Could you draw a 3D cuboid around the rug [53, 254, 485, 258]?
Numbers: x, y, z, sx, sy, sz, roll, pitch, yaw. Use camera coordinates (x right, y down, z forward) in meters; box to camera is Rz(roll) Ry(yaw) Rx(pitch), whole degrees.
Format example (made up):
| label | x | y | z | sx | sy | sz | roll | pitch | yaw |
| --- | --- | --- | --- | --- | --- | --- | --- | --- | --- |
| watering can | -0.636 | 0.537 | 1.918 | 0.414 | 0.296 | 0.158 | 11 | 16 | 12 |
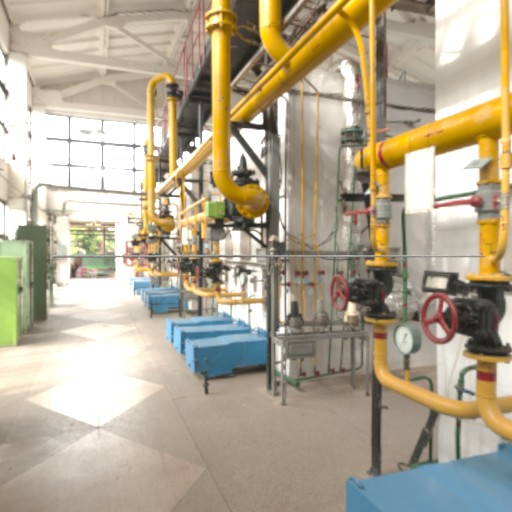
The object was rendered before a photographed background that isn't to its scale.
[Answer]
| label | x | y | z | sx | sy | sz | roll | pitch | yaw |
| --- | --- | --- | --- | --- | --- | --- | --- | --- | --- |
| rug | 0.000 | 0.000 | 2.335 | 1.835 | 0.012 | 1.231 | 0 | 0 | -19 |
